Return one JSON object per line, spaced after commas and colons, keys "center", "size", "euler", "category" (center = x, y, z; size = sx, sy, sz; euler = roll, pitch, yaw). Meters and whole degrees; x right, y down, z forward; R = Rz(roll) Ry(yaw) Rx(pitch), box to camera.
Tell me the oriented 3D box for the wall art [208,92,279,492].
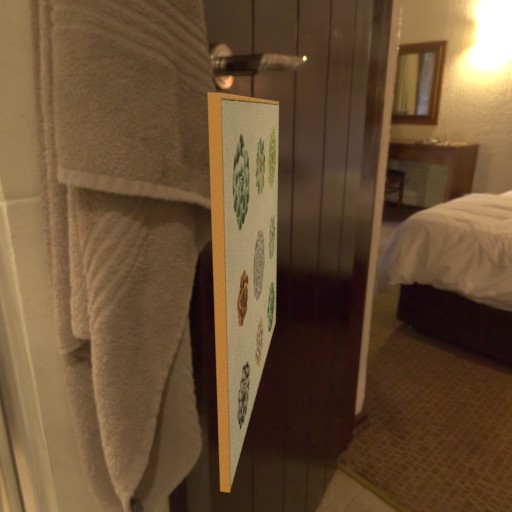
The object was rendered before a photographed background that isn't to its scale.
{"center": [0.000, 0.000, 0.681], "size": [0.013, 0.455, 0.457], "euler": [3, 18, 9], "category": "wall art"}
